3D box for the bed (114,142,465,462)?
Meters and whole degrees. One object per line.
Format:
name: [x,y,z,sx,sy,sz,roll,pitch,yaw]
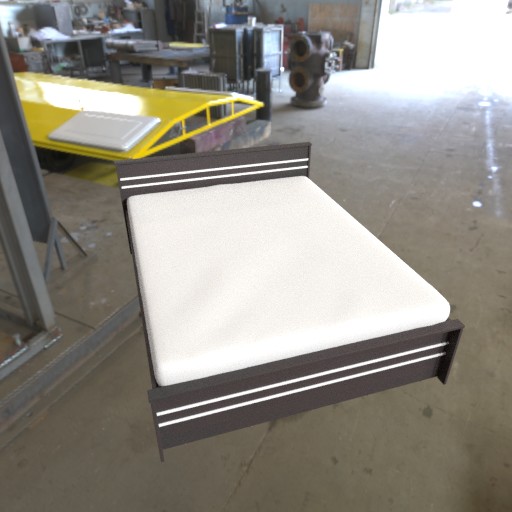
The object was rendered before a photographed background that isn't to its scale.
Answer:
bed: [0.000,0.000,2.985,1.634,0.808,2.103,-9,32,-15]
